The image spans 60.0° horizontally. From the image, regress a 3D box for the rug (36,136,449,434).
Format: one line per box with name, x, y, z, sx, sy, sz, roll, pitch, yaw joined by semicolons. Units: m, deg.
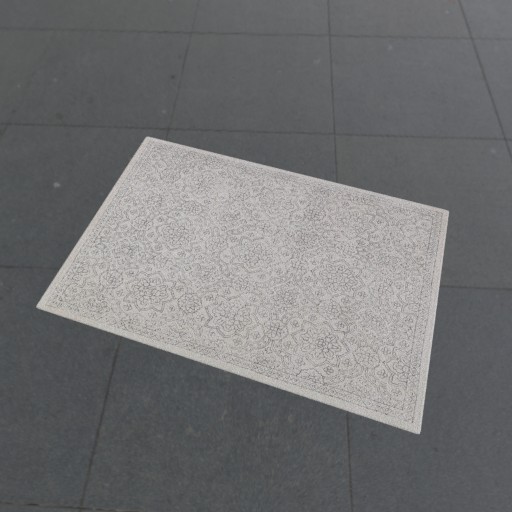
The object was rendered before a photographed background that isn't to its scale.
rug;0.000;0.000;2.851;2.286;0.011;1.524;16;60;9
